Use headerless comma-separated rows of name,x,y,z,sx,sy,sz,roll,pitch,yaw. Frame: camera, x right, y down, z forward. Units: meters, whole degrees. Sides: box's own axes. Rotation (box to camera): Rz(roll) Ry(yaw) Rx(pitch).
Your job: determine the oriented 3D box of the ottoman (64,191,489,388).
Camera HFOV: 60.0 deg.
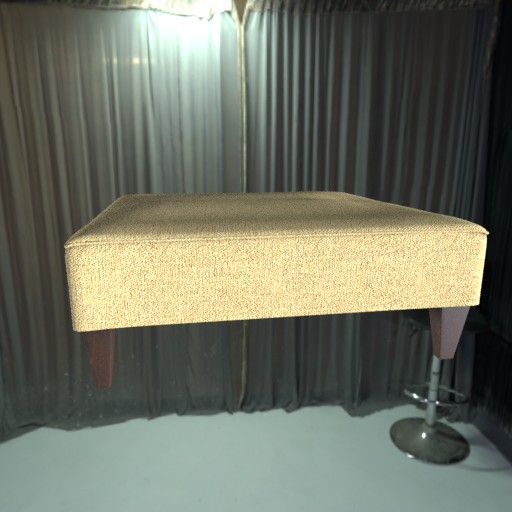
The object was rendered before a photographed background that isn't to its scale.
ottoman,0.000,0.000,1.466,0.970,0.378,0.981,-2,13,-10
